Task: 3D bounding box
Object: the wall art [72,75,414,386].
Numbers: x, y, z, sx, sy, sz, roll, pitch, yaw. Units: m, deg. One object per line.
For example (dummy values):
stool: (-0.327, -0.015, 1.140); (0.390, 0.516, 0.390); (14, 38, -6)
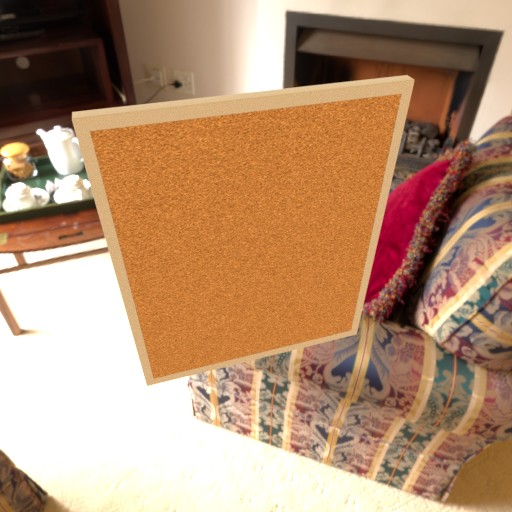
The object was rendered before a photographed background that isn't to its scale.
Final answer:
wall art: (0.000, 0.000, 0.734); (0.444, 0.536, 0.020); (-11, 42, -13)
